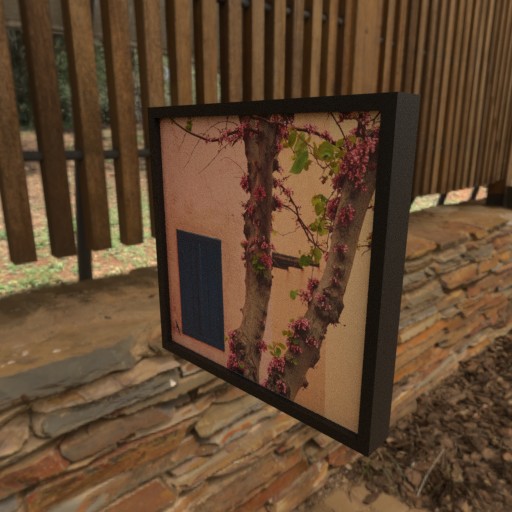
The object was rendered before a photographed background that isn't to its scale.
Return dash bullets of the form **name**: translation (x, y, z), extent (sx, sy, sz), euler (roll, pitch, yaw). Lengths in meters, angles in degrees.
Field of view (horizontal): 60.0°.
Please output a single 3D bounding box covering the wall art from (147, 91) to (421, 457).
- **wall art**: translation (0.000, 0.000, 0.463), extent (0.305, 0.304, 0.038), euler (14, 21, 41)
